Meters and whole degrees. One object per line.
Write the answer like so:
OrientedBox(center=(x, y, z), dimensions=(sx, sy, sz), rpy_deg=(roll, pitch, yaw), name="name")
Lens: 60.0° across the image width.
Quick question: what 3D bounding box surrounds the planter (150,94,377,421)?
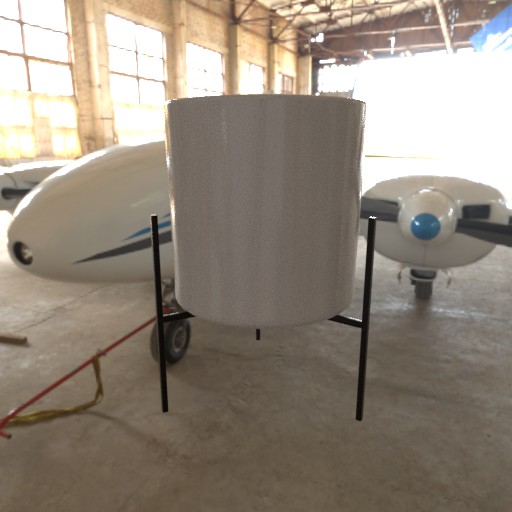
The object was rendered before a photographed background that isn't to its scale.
OrientedBox(center=(0.000, 0.000, 0.660), dimensions=(0.308, 0.431, 0.307), rpy_deg=(-8, 16, -27), name="planter")
